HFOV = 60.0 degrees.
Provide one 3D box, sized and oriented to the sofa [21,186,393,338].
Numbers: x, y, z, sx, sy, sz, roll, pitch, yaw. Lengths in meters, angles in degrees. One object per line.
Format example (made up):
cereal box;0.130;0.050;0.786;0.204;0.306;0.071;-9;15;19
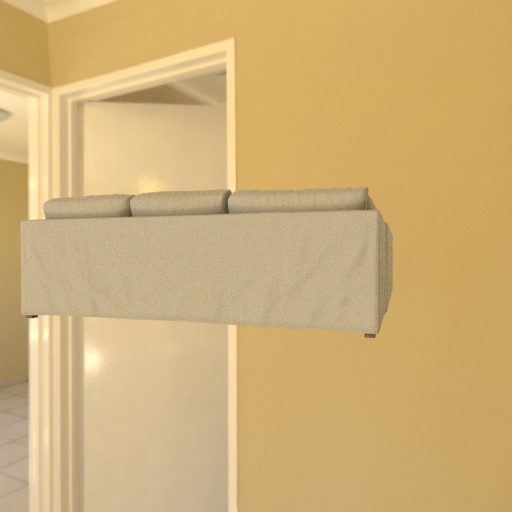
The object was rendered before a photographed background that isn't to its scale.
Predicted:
sofa;0.000;0.000;4.208;2.432;0.871;3.182;0;0;18
